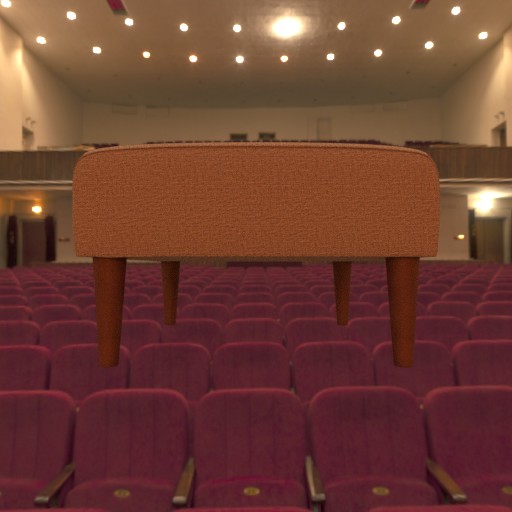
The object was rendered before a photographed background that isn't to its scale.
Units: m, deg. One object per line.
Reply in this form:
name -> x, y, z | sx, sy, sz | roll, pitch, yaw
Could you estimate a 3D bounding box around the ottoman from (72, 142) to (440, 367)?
ottoman -> 0.000, 0.000, 1.058 | 0.649, 0.398, 0.650 | 0, -1, 0
